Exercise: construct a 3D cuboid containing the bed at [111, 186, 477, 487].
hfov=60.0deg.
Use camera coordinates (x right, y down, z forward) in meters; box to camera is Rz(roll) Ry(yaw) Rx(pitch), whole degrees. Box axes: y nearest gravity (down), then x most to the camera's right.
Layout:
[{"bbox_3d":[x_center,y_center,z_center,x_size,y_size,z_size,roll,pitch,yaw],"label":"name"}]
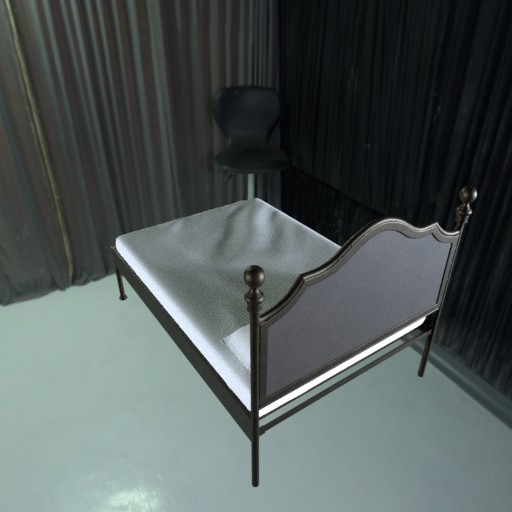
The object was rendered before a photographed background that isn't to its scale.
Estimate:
[{"bbox_3d":[0.000,0.000,3.210,1.533,1.462,2.170,-20,37,-29],"label":"bed"}]
